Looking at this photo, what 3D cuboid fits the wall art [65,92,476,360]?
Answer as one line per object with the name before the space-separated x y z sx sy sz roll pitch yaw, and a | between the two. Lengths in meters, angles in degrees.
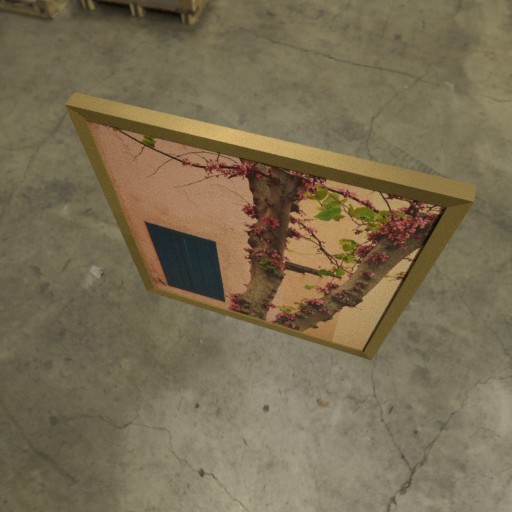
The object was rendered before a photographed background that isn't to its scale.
wall art | 0.000 0.000 1.117 0.762 0.762 0.038 16 59 10
